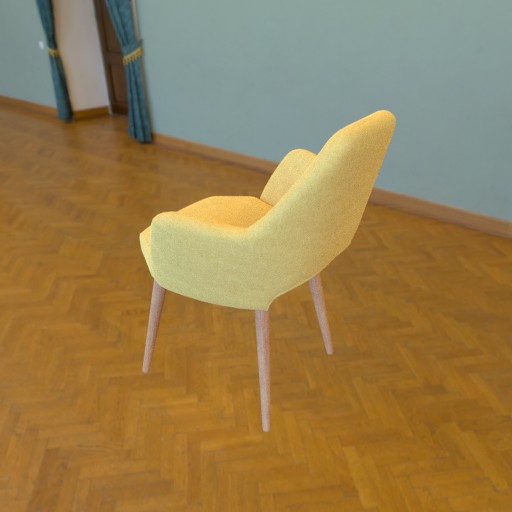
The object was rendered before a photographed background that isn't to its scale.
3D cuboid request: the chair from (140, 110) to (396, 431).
[{"bbox_3d":[0.000,0.000,1.238,0.610,0.840,0.590,20,37,30],"label":"chair"}]
